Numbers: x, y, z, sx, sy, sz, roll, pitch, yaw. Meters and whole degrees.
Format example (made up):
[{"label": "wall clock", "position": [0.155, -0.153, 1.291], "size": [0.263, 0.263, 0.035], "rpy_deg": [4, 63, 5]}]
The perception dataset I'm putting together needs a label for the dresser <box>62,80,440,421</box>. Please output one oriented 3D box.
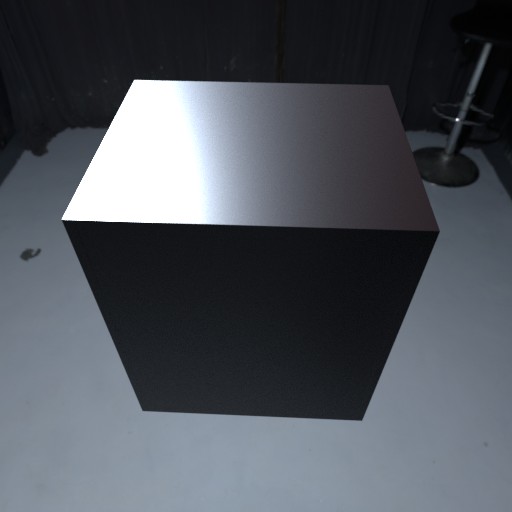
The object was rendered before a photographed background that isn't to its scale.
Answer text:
[{"label": "dresser", "position": [0.000, 0.000, 0.762], "size": [0.400, 0.470, 0.360], "rpy_deg": [2, 46, 2]}]
